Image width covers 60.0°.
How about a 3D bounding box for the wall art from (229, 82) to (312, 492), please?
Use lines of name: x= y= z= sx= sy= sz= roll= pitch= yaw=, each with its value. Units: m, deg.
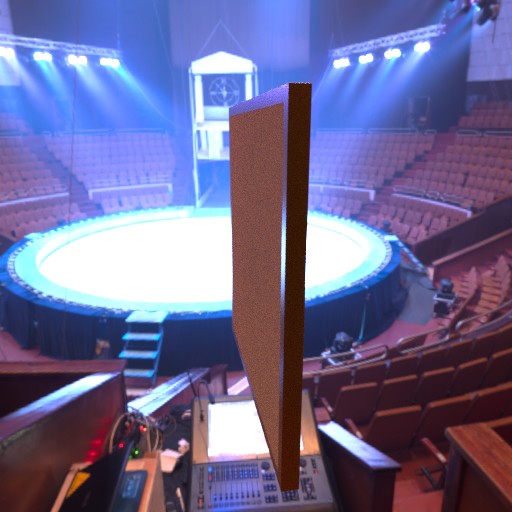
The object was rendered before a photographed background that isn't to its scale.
wall art: x=0.000 y=0.000 z=1.140 sx=0.037 sy=0.760 sz=0.762 roll=-3 pitch=16 yaw=-10
